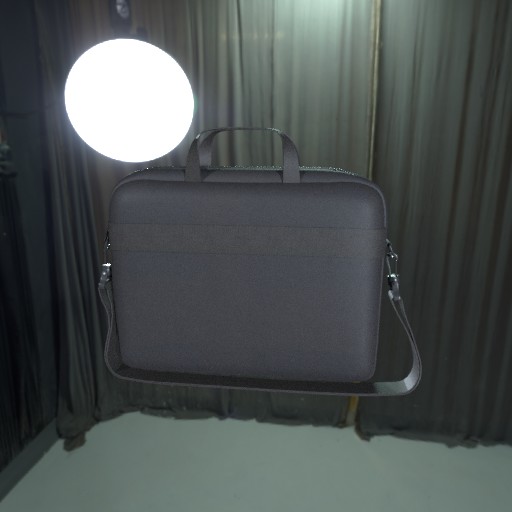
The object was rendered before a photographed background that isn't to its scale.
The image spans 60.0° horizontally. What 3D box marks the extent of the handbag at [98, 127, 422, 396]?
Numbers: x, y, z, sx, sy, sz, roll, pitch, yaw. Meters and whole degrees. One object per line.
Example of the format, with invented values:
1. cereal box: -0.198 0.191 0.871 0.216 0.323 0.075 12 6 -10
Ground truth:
1. handbag: 0.000 0.000 0.595 0.429 0.330 0.126 2 15 7
